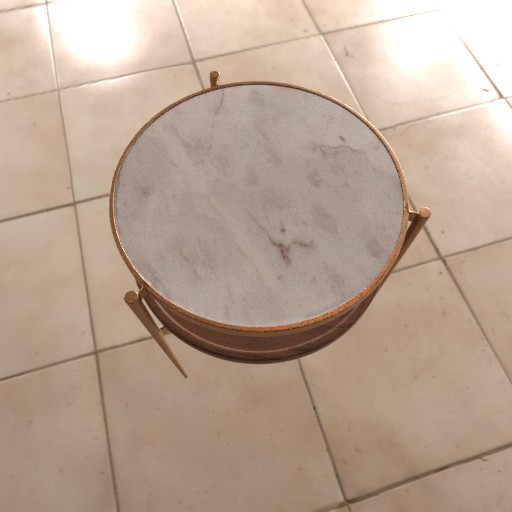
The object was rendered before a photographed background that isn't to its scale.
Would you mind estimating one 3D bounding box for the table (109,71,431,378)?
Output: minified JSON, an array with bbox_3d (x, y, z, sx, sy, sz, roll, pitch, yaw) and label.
[{"bbox_3d":[0.000,0.000,0.851,0.430,0.493,0.456,-16,65,-8],"label":"table"}]
